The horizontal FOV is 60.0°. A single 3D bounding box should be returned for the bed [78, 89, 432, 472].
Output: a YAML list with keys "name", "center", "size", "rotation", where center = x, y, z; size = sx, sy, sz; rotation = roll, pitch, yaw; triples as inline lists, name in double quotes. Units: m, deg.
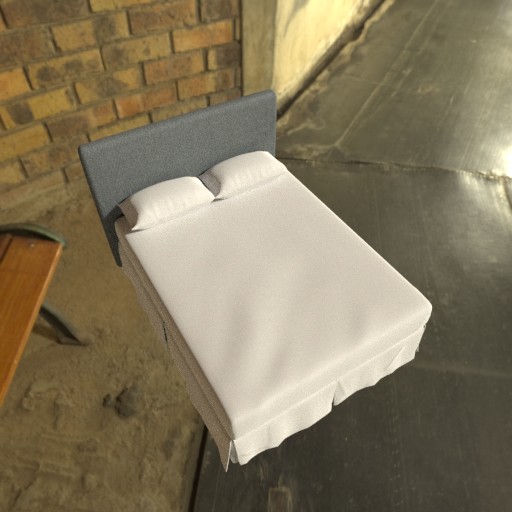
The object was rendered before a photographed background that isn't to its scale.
- name: "bed"
  center: [0.000, 0.000, 3.292]
  size: [1.723, 1.330, 2.142]
  rotation: [-24, 52, -21]
